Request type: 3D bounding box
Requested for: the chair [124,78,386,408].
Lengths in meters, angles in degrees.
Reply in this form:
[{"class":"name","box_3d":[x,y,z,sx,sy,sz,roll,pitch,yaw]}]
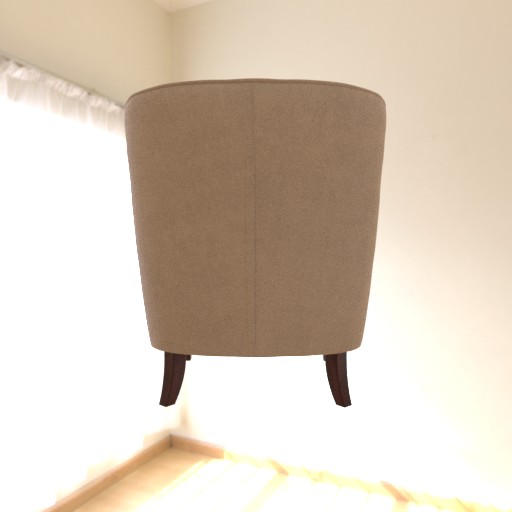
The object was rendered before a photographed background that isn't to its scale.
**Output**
[{"class":"chair","box_3d":[0.000,0.000,1.572,0.781,0.920,0.910,0,0,1]}]
